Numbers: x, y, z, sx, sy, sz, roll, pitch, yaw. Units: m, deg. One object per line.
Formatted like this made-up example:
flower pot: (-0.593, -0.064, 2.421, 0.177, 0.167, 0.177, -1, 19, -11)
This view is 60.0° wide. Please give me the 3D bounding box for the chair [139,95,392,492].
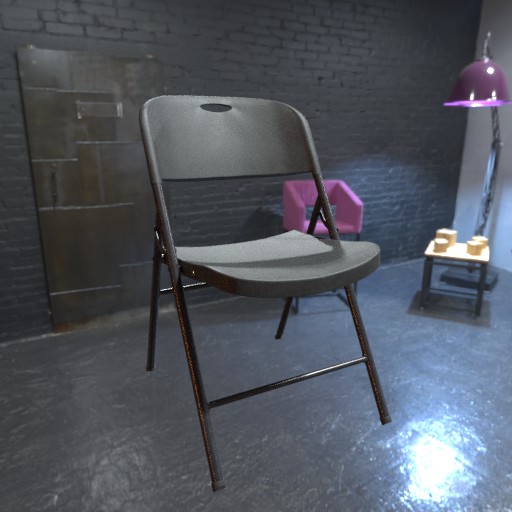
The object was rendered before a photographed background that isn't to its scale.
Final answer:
chair: (0.000, 0.000, 1.147, 0.494, 0.810, 0.566, -8, 18, -27)
